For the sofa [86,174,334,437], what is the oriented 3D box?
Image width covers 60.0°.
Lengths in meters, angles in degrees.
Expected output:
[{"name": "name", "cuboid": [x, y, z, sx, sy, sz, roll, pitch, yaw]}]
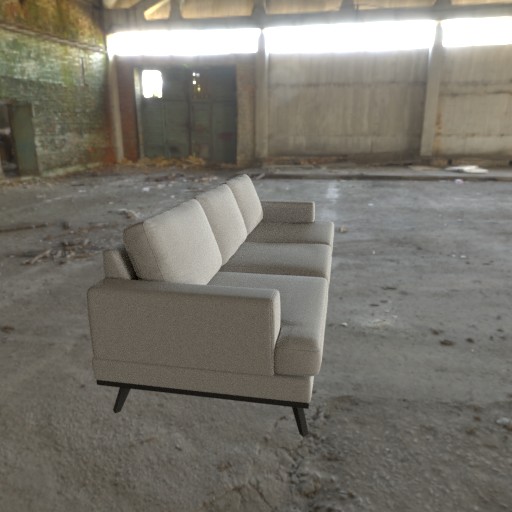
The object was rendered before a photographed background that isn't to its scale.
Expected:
[{"name": "sofa", "cuboid": [0.000, 0.000, 2.746, 0.920, 0.810, 2.310, 3, 16, 10]}]
